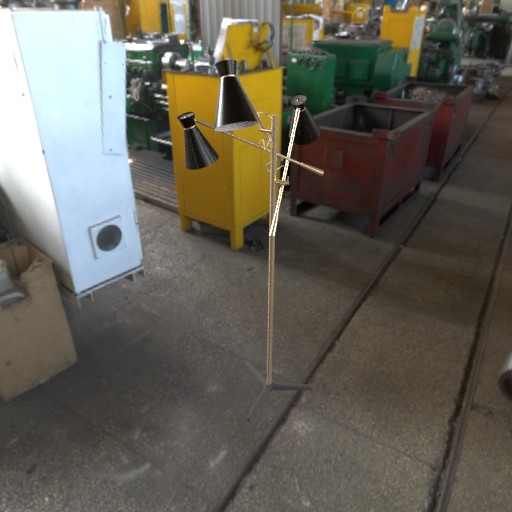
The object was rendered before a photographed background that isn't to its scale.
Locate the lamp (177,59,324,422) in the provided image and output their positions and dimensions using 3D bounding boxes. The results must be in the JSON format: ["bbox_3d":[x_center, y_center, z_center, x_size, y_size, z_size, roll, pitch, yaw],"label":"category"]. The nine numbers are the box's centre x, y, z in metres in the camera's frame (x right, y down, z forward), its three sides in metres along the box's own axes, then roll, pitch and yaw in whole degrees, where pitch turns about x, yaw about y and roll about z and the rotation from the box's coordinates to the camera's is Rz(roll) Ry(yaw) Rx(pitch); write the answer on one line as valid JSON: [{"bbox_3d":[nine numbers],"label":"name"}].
[{"bbox_3d":[0.000,0.000,2.146,0.653,1.804,0.750,-1,30,-2],"label":"lamp"}]
